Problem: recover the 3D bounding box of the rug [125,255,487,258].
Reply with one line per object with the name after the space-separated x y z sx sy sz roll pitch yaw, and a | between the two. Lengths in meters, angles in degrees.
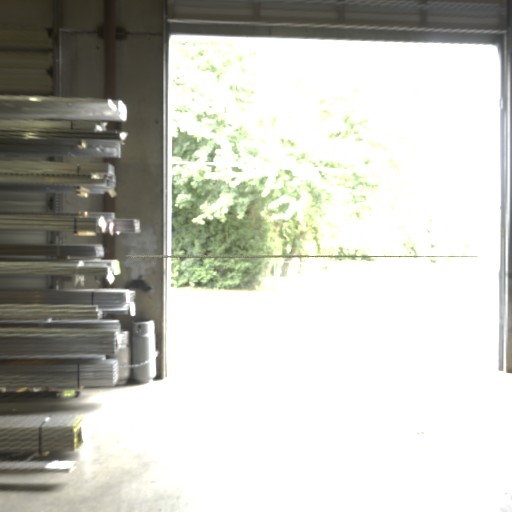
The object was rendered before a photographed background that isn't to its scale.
0.000 0.000 4.236 2.354 0.007 3.196 0 0 -17 | rug
